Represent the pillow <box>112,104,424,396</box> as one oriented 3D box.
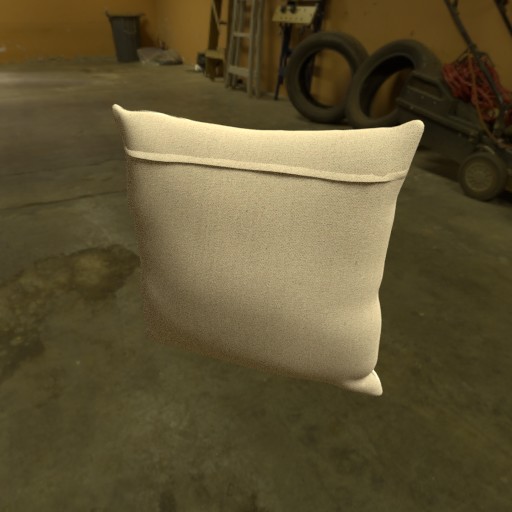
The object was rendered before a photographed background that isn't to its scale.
[{"bbox_3d":[0.000,0.000,0.686,0.440,0.441,0.182,9,31,16],"label":"pillow"}]
